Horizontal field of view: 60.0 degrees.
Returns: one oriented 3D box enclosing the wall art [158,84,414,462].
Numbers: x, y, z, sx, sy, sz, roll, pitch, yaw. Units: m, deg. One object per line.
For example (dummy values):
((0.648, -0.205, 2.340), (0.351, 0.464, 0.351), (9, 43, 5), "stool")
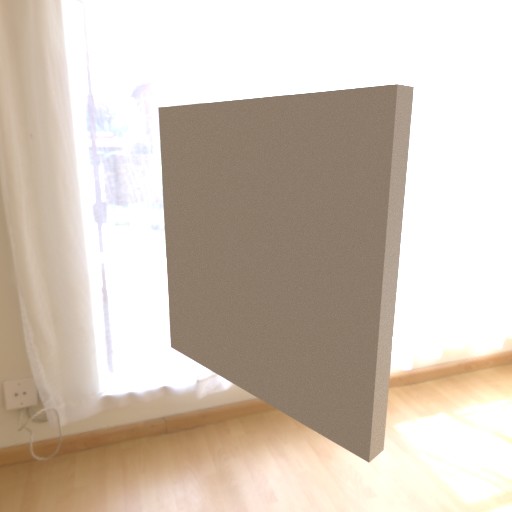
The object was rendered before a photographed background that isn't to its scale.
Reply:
((0.000, 0.000, 0.530), (0.027, 0.355, 0.355), (-13, 20, -42), "wall art")
